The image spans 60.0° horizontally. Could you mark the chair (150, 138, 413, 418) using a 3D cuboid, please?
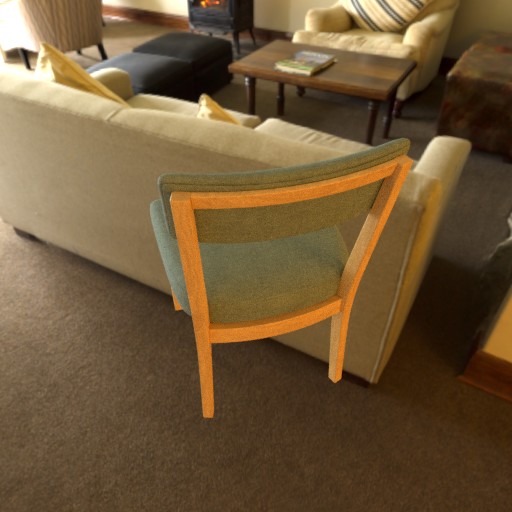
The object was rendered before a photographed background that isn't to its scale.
[{"bbox_3d":[0.000,0.000,1.219,0.508,0.832,0.572,-11,42,-13],"label":"chair"}]
